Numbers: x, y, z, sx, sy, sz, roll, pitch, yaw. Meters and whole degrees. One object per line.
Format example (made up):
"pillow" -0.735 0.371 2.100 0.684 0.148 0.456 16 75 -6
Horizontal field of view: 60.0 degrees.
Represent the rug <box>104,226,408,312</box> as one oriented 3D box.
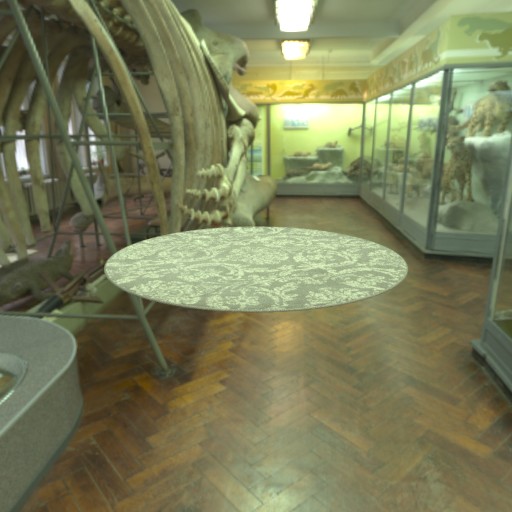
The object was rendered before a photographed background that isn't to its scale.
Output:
"rug" 0.000 0.000 2.446 1.593 0.012 1.593 0 15 0
